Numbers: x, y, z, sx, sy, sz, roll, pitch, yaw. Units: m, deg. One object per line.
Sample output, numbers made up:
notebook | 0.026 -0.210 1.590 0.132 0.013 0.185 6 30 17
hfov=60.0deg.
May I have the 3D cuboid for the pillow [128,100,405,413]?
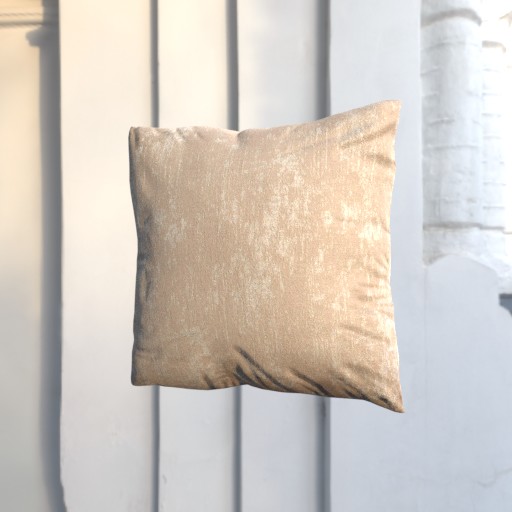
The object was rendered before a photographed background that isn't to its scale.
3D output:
pillow | 0.000 0.000 0.705 0.450 0.448 0.245 0 0 19
